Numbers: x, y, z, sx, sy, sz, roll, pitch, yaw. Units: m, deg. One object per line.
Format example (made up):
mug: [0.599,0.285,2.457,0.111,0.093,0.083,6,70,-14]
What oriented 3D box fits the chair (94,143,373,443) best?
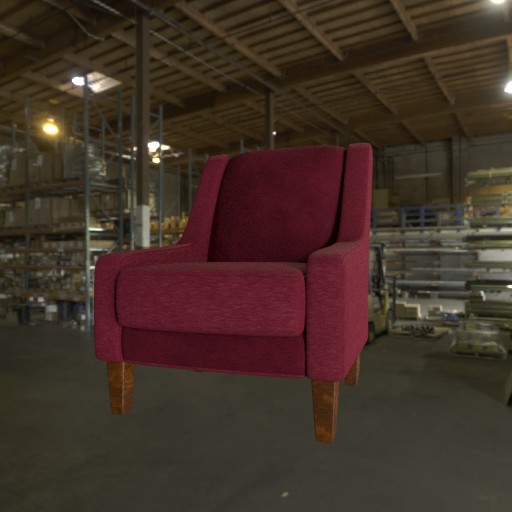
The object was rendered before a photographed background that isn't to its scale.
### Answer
chair: [0.000,0.000,1.678,0.793,1.017,0.985,0,-1,19]
